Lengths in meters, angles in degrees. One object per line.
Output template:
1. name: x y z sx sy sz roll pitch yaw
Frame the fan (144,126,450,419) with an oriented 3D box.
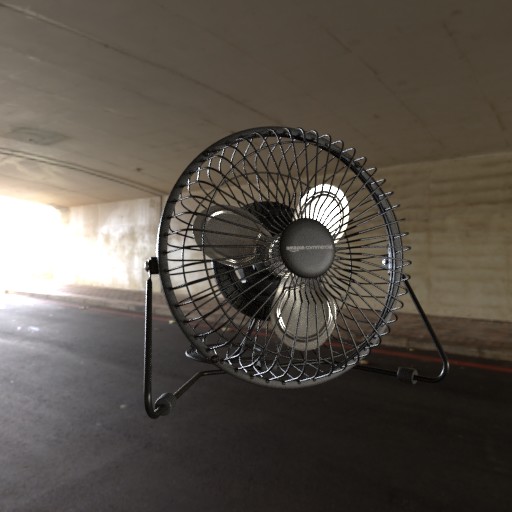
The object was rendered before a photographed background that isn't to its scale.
1. fan: 0.000 0.000 0.377 0.209 0.188 0.227 0 1 -20
